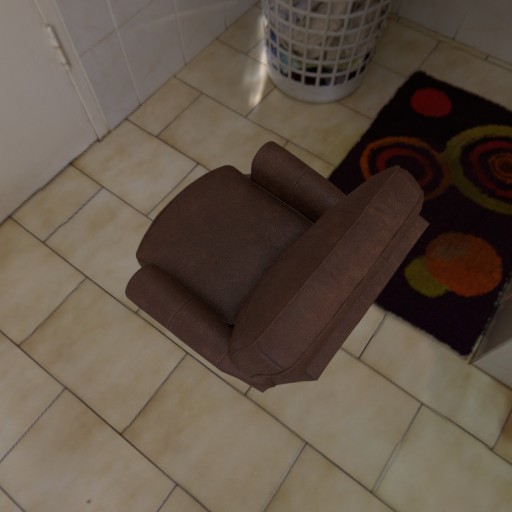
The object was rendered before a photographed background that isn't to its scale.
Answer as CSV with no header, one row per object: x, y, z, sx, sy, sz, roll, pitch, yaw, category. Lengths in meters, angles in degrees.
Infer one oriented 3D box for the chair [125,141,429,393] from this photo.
0.000,0.000,1.838,0.986,1.018,0.936,36,69,16,chair
